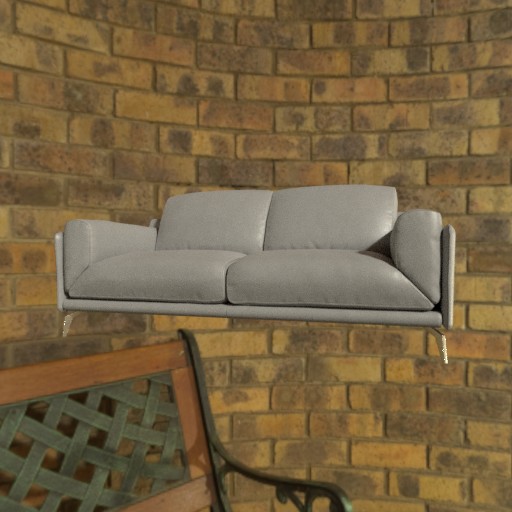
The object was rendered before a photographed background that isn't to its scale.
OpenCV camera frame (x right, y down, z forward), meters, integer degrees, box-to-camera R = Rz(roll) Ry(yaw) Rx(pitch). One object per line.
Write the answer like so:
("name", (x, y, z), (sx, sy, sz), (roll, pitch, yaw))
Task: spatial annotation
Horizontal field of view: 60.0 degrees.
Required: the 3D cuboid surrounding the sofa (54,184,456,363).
("sofa", (0.000, 0.000, 2.672), (2.101, 0.930, 1.049), (0, 0, 18))
